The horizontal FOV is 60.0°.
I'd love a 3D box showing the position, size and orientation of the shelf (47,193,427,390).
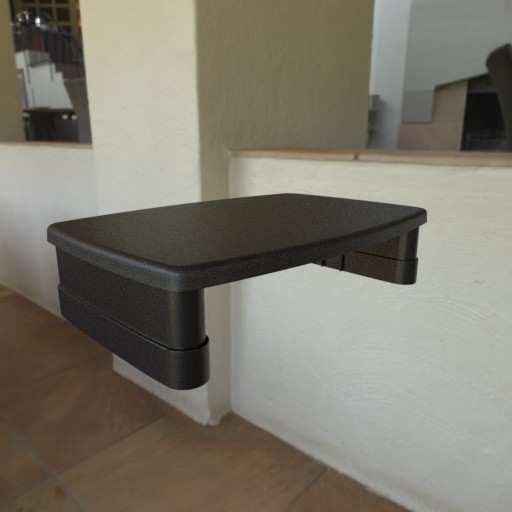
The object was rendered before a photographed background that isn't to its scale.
[{"bbox_3d":[0.000,0.000,0.532,0.410,0.100,0.280,-14,21,-43],"label":"shelf"}]
